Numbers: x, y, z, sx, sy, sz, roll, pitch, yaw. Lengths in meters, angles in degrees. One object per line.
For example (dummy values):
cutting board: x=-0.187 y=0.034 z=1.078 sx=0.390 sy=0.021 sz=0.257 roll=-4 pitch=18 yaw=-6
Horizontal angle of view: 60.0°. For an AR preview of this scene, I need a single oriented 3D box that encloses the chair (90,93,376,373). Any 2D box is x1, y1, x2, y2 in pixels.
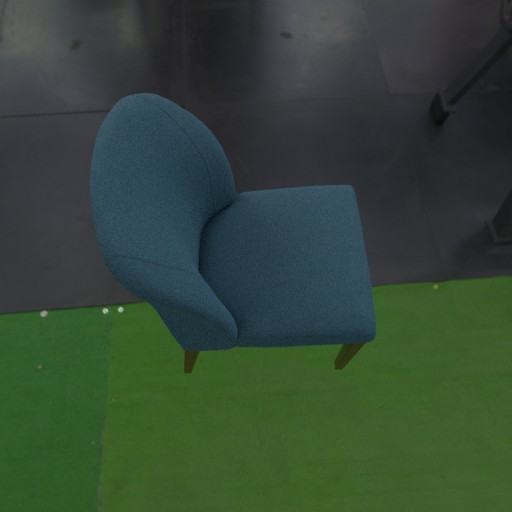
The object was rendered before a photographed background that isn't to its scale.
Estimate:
chair: x=0.000 y=0.000 z=1.230 sx=0.620 sy=0.879 sz=0.507 roll=-2 pitch=63 yaw=-1
